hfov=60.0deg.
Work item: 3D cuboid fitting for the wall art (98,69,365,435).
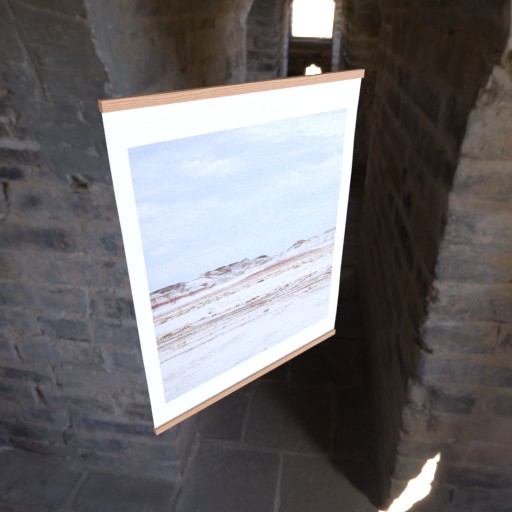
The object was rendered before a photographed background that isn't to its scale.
[{"bbox_3d":[0.000,0.000,0.686,0.404,0.507,0.010,-21,36,-32],"label":"wall art"}]
